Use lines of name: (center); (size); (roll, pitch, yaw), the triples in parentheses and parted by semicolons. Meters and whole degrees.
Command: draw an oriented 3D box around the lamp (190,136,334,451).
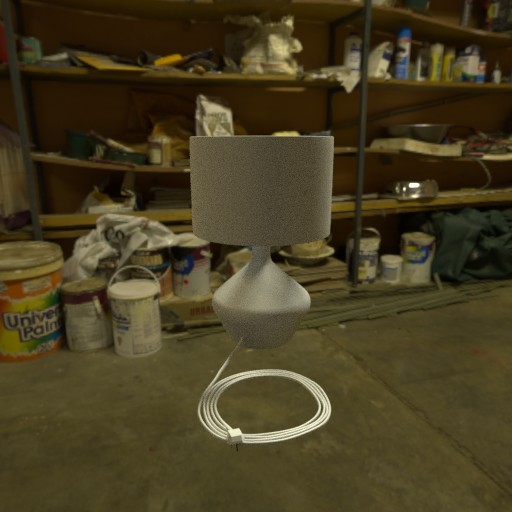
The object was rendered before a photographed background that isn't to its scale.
lamp: (0.000, 0.000, 0.875); (0.401, 0.457, 0.546); (7, 16, 26)
